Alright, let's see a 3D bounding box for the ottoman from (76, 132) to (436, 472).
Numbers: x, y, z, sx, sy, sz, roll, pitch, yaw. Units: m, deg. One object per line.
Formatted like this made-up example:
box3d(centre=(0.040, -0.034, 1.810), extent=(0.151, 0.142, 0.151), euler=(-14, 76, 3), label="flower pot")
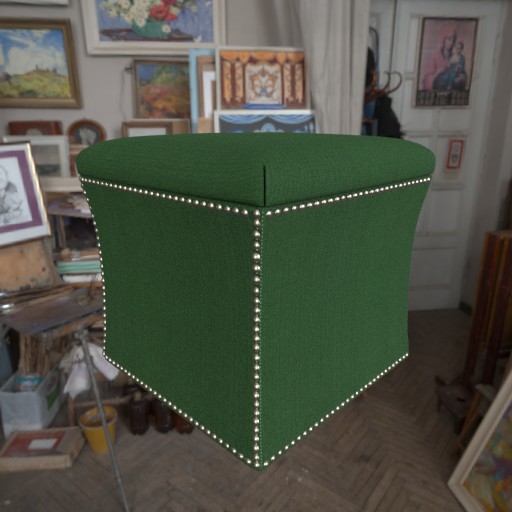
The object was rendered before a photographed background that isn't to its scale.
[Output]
box3d(centre=(0.000, 0.000, 0.886), extent=(0.507, 0.475, 0.497), euler=(16, 23, 42), label="ottoman")
